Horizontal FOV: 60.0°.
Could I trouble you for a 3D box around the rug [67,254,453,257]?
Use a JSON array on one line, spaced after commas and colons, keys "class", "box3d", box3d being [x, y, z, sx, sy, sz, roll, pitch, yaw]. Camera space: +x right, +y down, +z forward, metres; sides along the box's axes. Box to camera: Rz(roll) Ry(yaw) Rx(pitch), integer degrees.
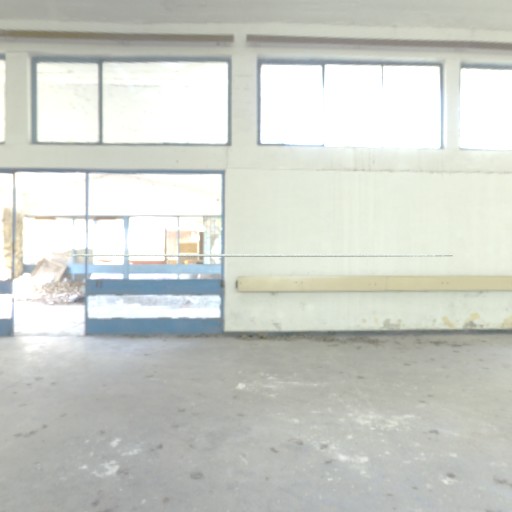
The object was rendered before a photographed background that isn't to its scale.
[{"class": "rug", "box3d": [0.000, 0.000, 2.870, 1.522, 0.008, 2.284, 0, 0, -1]}]
